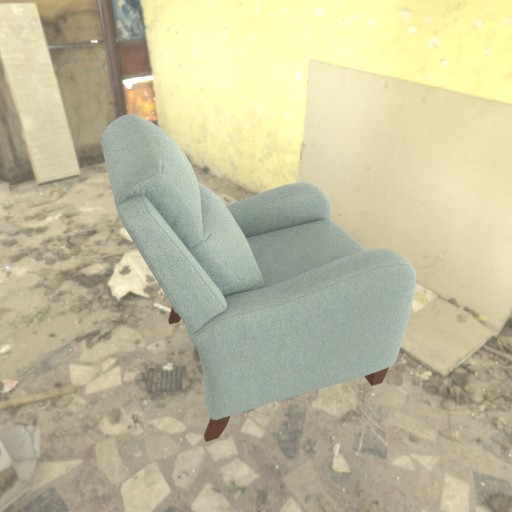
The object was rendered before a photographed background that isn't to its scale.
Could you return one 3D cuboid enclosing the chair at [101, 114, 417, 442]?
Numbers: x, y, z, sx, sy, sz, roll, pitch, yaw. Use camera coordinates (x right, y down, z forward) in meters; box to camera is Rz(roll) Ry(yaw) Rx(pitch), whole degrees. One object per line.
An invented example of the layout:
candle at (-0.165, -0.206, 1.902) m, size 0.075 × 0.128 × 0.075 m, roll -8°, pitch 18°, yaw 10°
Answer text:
chair at (0.000, 0.000, 1.753) m, size 0.988 × 1.067 × 0.785 m, roll -11°, pitch 34°, yaw -17°
